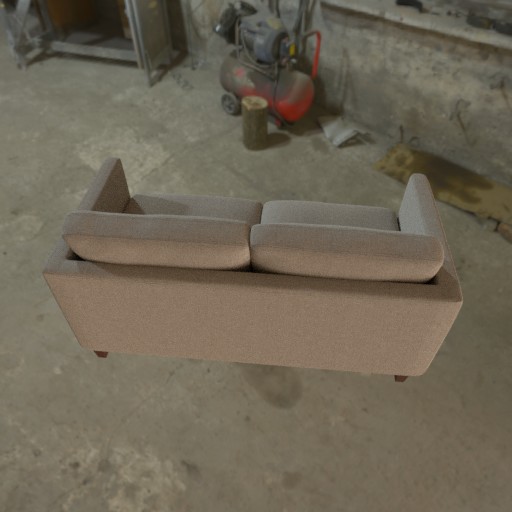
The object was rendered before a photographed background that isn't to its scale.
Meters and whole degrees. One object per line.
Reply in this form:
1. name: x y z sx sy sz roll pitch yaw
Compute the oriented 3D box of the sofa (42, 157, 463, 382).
1. sofa: 0.000 0.000 2.447 1.884 0.947 0.951 4 46 4
